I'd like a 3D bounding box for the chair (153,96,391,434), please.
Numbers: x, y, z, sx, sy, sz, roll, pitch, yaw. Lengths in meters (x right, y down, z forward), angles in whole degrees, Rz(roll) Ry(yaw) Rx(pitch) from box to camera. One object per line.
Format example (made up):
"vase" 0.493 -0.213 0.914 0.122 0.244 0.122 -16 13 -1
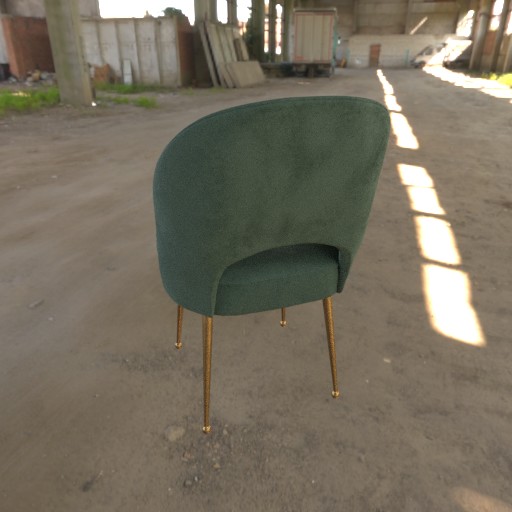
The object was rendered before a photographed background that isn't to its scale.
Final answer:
"chair" 0.000 0.000 1.189 0.527 0.860 0.577 -9 27 -18
